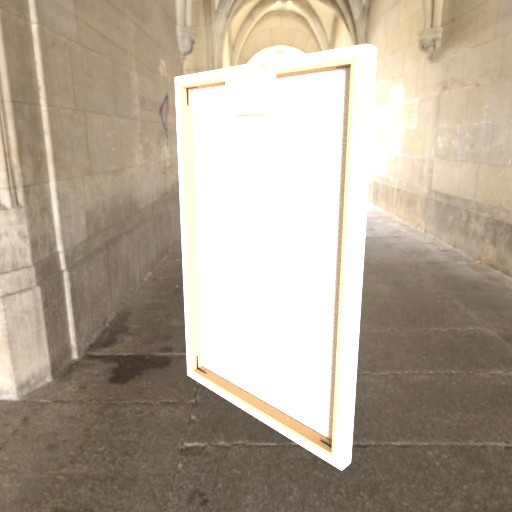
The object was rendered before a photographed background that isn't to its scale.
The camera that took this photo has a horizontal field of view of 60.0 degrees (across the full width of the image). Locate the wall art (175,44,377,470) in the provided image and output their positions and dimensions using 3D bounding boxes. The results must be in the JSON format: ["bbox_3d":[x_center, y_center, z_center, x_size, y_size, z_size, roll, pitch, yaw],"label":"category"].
[{"bbox_3d":[0.000,0.000,1.124,0.048,0.902,0.602,-14,20,-42],"label":"wall art"}]
